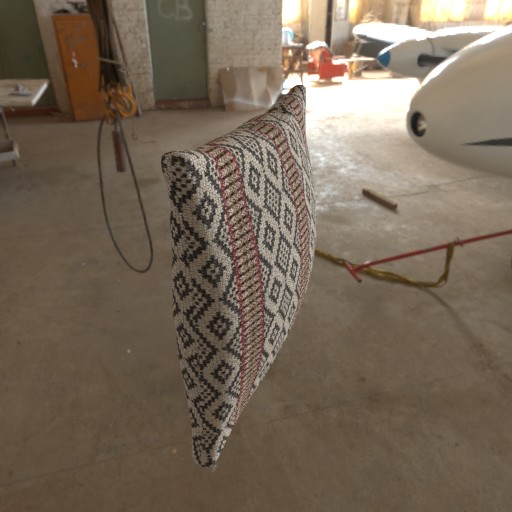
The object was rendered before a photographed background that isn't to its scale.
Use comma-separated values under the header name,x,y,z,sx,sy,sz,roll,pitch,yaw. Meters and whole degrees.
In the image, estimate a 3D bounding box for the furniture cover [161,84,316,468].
name,x,y,z,sx,sy,sz,roll,pitch,yaw
furniture cover,0.000,0.000,0.779,0.182,0.506,0.503,10,31,17
